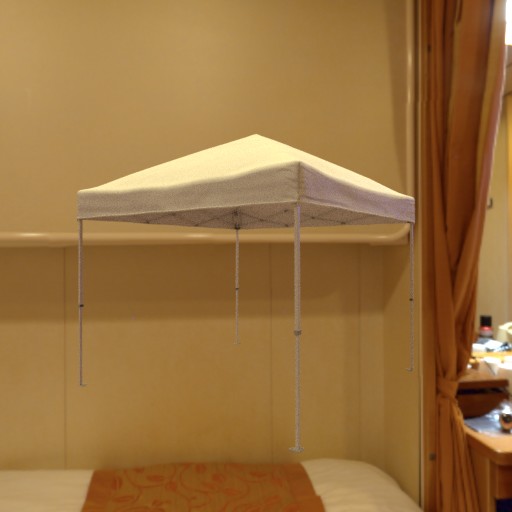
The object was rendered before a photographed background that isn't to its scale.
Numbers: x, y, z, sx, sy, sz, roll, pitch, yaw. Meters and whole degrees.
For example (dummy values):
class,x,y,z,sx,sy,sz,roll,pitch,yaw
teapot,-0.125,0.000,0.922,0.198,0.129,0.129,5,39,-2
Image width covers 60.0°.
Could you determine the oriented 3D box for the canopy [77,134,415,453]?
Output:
class,x,y,z,sx,sy,sz,roll,pitch,yaw
canopy,0.000,0.000,5.465,2.996,2.997,2.998,0,1,36
